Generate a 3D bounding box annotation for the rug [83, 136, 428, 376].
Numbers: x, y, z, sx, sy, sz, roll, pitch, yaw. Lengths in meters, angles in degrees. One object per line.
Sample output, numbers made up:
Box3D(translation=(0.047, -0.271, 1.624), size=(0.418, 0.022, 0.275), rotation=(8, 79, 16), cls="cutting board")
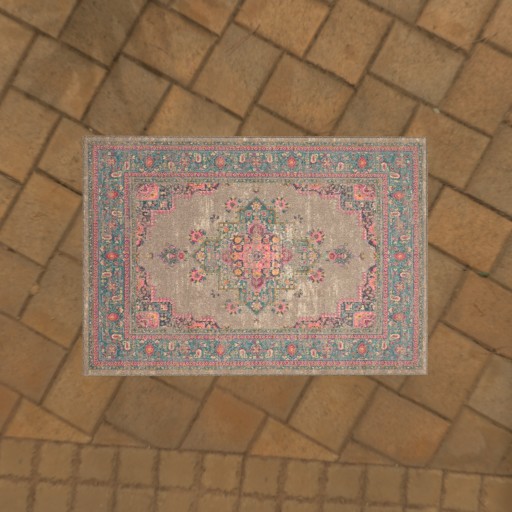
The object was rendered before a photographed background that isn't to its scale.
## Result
Box3D(translation=(0.000, 0.000, 3.712), size=(2.890, 0.013, 2.005), rotation=(0, 90, -1), cls="rug")
